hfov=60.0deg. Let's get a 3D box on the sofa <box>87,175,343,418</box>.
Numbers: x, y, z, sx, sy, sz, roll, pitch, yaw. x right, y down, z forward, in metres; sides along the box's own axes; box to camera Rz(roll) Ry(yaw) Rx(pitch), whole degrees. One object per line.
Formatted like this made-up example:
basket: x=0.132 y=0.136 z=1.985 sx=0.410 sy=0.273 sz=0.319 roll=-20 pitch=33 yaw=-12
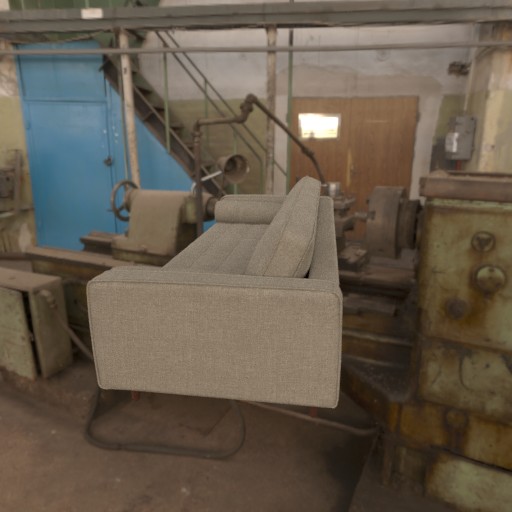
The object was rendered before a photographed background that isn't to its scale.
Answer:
sofa: x=0.000 y=0.000 z=2.574 sx=0.914 sy=0.762 sz=2.211 roll=2 pitch=16 yaw=8
